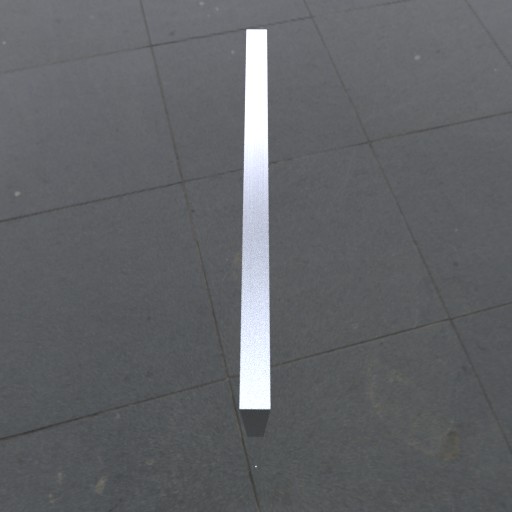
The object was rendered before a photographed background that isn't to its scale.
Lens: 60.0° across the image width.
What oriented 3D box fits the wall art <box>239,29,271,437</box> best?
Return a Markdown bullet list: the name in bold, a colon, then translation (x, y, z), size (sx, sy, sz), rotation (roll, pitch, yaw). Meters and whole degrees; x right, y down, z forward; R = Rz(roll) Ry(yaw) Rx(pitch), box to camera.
- **wall art**: translation (0.000, 0.000, 0.770), size (0.032, 0.456, 0.557), rotation (0, 65, 0)
